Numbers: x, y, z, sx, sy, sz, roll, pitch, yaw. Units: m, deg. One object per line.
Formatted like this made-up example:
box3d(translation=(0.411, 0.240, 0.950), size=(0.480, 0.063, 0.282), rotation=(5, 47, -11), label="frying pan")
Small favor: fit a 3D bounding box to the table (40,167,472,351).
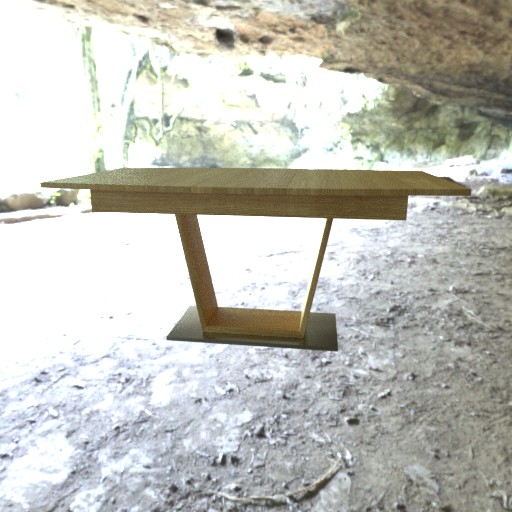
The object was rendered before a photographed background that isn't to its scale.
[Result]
box3d(translation=(0.000, 0.000, 2.090), size=(1.598, 0.748, 0.900), rotation=(2, 16, 8), label="table")
